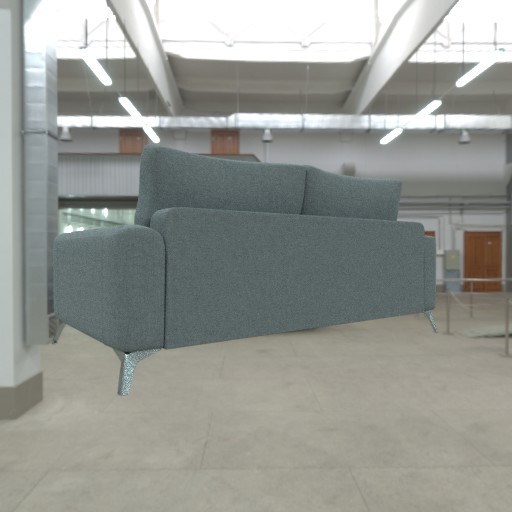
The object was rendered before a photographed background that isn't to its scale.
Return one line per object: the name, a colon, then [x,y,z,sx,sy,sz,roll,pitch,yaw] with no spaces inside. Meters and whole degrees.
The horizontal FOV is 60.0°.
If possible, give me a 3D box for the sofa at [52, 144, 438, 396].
sofa: [0.000,0.000,2.117,1.650,0.790,0.920,-1,1,-37]
